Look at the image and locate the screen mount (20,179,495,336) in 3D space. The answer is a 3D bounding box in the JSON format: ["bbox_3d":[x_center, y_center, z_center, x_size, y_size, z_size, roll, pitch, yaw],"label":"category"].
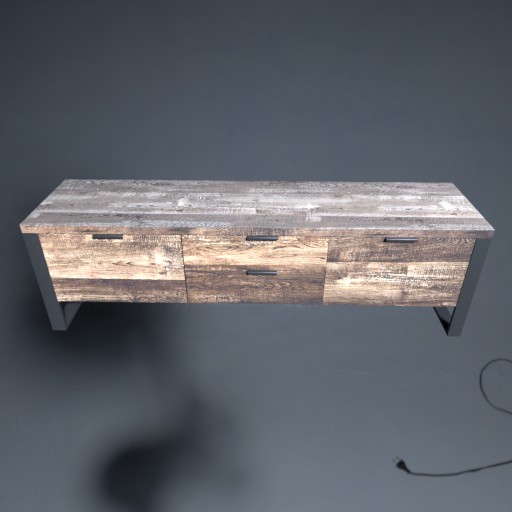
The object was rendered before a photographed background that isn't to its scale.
[{"bbox_3d":[0.000,0.000,1.698,1.524,0.450,0.395,1,32,1],"label":"screen mount"}]
